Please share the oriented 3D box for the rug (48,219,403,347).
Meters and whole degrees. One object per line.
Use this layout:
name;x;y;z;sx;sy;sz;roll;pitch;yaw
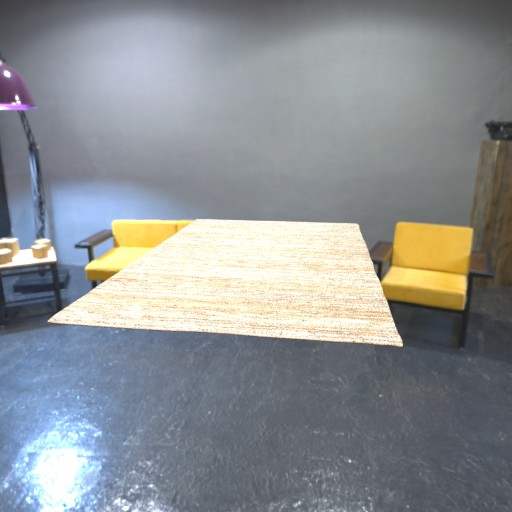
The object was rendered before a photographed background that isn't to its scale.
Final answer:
rug;0.000;0.000;2.999;1.529;0.009;2.446;2;16;8
